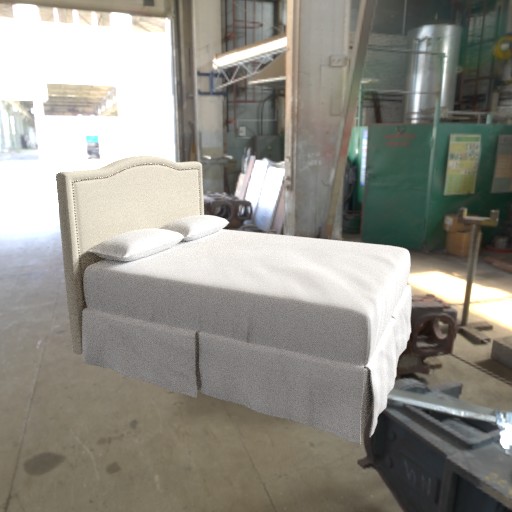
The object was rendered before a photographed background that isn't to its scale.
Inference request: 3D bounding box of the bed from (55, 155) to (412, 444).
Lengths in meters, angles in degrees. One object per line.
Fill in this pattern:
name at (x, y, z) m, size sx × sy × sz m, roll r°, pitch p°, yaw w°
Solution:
bed at (0.000, 0.000, 3.343) m, size 2.196 × 1.449 × 1.741 m, roll 7°, pitch 16°, yaw 25°
